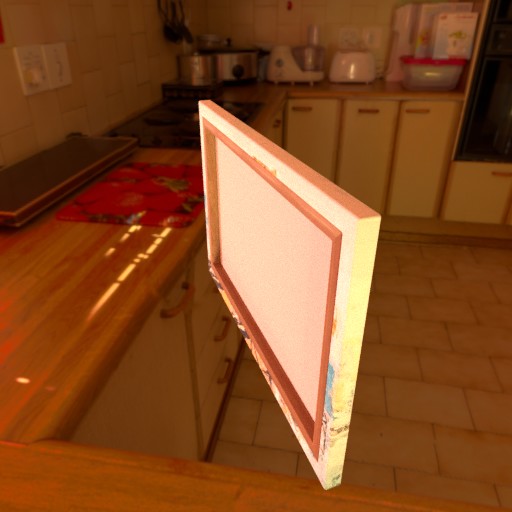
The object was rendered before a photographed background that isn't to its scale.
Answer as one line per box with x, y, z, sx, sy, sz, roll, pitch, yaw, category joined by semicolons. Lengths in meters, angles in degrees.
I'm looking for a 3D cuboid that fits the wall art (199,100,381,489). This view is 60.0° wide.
0.000;0.000;1.132;0.038;0.609;0.913;-10;31;-17;wall art
